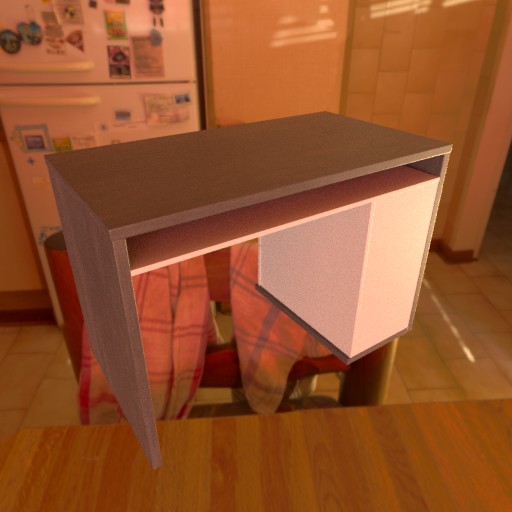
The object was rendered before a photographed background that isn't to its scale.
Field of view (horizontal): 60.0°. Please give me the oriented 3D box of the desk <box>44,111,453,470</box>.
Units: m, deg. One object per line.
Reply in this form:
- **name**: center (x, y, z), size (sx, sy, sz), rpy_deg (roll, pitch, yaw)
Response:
- **desk**: center (0.000, 0.000, 1.537), size (1.100, 0.750, 0.600), rpy_deg (-18, 34, -29)
